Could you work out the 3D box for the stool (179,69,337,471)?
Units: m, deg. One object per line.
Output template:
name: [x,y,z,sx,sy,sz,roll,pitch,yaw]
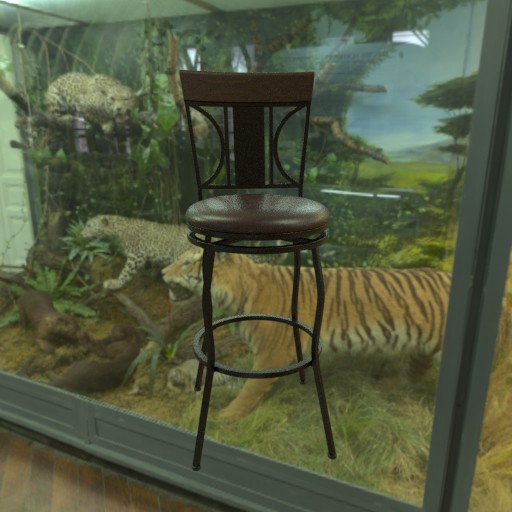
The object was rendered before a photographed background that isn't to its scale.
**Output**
stool: [0.000,0.000,1.387,0.448,1.130,0.513,-2,16,-6]
